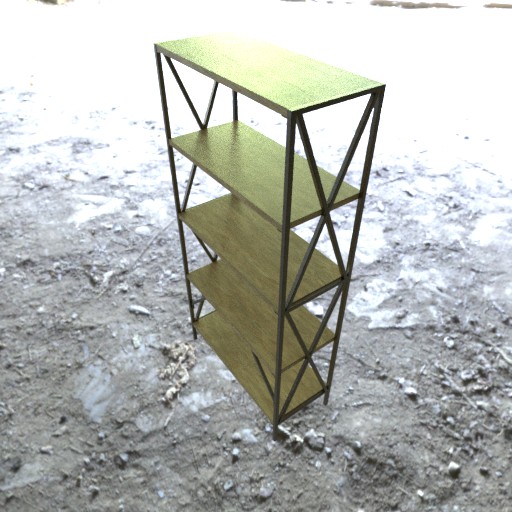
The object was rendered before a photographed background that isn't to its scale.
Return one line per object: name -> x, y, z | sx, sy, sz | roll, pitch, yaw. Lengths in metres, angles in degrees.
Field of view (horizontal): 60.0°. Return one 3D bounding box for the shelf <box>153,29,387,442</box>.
shelf -> 0.000, 0.000, 2.156 | 0.386, 1.803, 0.874 | -25, 45, -27
